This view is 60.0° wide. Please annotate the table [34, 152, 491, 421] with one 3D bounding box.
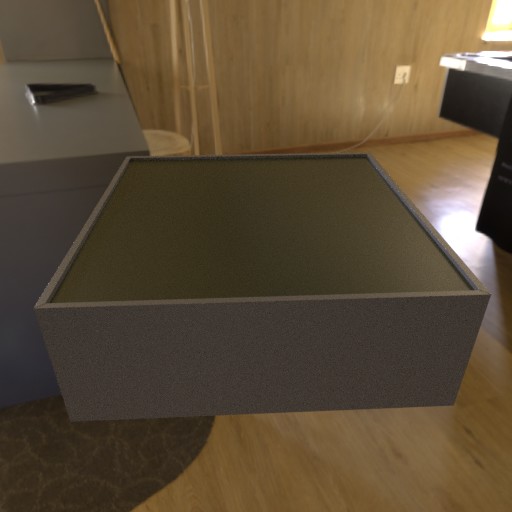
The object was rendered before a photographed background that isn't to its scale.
[{"bbox_3d":[0.000,0.000,1.194,0.801,0.299,0.801,-2,31,-2],"label":"table"}]
